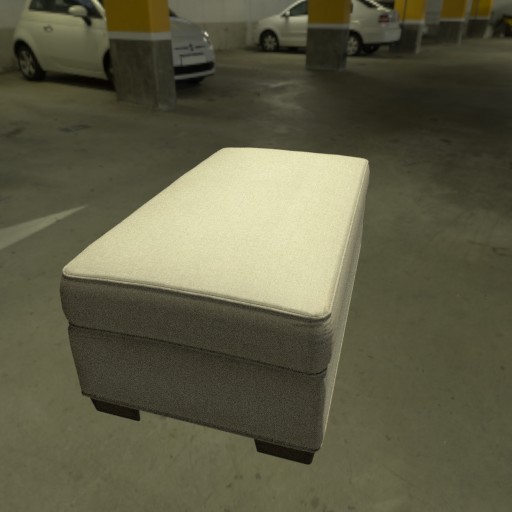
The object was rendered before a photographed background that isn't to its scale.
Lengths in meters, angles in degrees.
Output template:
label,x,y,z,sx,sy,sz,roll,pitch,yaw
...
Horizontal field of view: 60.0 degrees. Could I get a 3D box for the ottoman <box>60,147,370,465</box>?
label,x,y,z,sx,sy,sz,roll,pitch,yaw
ottoman,0.000,0.000,1.425,0.617,0.461,1.097,8,30,14
